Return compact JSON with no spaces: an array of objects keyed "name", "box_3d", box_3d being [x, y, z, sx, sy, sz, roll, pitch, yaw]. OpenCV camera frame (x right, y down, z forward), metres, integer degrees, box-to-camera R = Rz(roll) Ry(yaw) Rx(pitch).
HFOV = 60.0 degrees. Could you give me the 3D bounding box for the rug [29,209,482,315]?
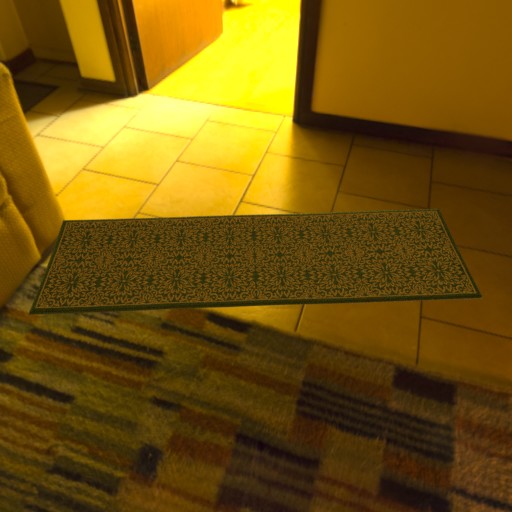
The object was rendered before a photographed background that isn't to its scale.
[{"name":"rug","box_3d":[0.000,0.000,2.364,2.196,0.011,0.662,-2,47,-2]}]
